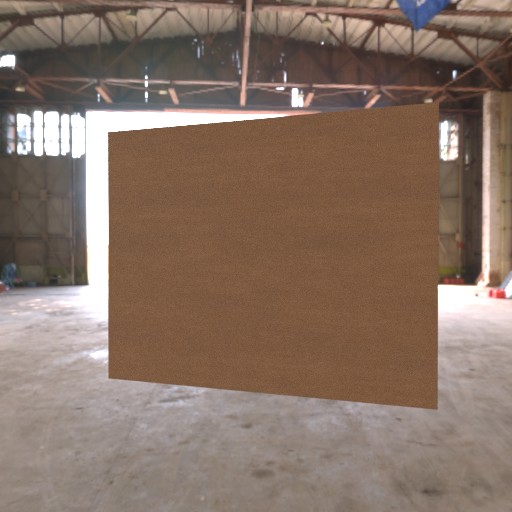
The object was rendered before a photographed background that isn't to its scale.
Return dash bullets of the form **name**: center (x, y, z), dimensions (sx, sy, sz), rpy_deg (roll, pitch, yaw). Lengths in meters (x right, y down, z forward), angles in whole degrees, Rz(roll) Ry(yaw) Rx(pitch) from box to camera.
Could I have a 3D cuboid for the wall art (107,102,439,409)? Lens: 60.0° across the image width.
- **wall art**: center (0.000, 0.000, 0.665), dimensions (0.508, 0.408, 0.010), rpy_deg (0, 1, 16)
